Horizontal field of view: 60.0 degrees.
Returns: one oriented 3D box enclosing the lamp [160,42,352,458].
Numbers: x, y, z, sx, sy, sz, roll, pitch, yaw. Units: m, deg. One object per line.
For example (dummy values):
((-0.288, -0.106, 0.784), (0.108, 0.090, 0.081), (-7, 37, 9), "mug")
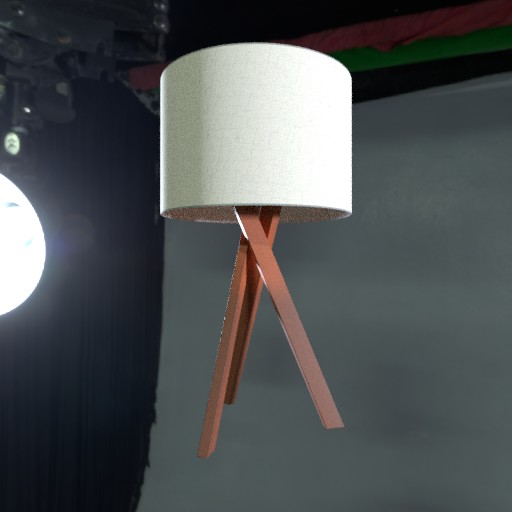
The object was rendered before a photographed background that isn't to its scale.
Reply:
((0.000, 0.000, 0.902), (0.380, 0.686, 0.380), (0, 0, 18), "lamp")
